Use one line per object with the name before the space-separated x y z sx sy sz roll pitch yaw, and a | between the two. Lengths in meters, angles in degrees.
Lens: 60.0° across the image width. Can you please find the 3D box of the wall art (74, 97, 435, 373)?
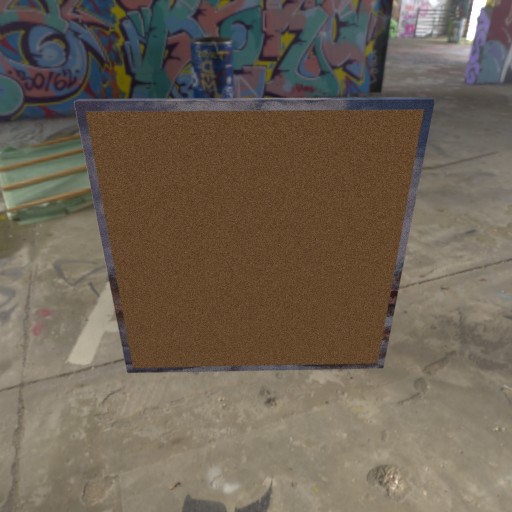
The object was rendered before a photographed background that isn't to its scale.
wall art | 0.000 0.000 1.324 0.888 0.897 0.035 -1 30 -1
